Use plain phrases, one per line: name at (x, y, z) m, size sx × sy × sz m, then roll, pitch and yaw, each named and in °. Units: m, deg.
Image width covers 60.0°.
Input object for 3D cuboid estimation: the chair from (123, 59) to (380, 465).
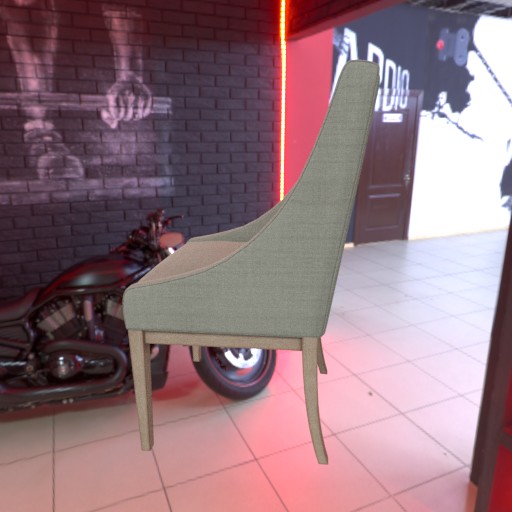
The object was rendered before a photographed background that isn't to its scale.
chair at (0.000, 0.000, 1.344) m, size 0.611 × 1.021 × 0.575 m, roll 2°, pitch 16°, yaw 8°
